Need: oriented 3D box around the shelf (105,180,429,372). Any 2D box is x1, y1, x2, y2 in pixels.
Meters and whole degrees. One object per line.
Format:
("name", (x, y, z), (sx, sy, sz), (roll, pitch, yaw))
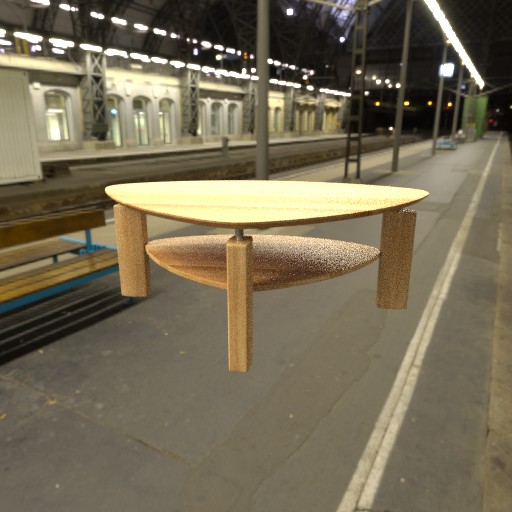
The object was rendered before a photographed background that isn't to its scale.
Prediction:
("shelf", (0.000, 0.000, 1.614), (1.240, 0.439, 0.863), (2, 17, 7))
